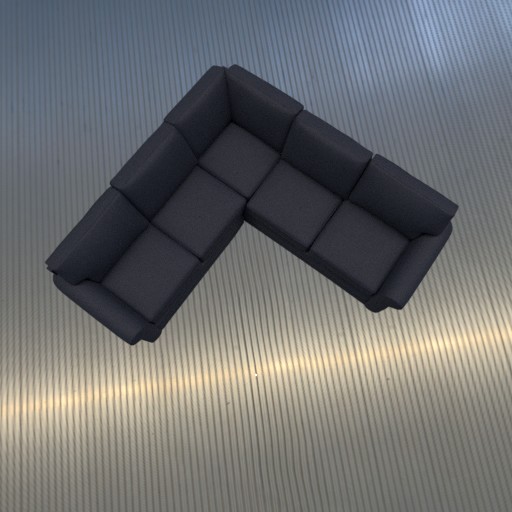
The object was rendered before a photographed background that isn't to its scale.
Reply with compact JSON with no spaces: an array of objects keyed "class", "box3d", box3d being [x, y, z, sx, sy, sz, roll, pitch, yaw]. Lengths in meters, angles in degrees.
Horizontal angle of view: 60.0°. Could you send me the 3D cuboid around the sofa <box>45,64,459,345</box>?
[{"class":"sofa","box3d":[0.000,0.000,3.915,2.562,1.042,2.487,35,78,9]}]
